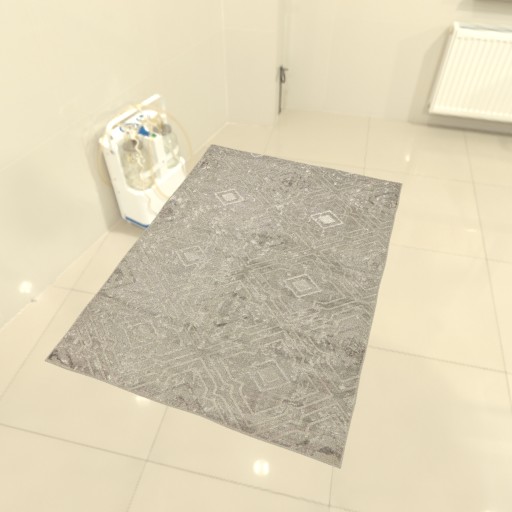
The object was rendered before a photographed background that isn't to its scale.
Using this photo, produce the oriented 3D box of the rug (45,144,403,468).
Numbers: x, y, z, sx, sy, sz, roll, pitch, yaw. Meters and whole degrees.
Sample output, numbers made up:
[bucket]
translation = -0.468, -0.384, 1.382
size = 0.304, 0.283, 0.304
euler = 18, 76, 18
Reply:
[rug]
translation = 0.000, 0.000, 4.384
size = 2.448, 0.020, 3.359
euler = 15, 49, 13
